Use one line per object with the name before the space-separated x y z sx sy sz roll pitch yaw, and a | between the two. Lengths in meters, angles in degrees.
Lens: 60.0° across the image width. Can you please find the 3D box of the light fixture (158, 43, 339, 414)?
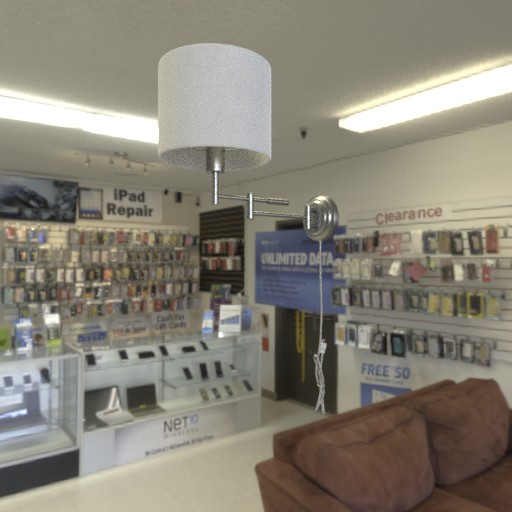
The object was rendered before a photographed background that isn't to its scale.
light fixture | 0.000 0.000 1.067 0.479 0.842 0.253 0 0 -35
